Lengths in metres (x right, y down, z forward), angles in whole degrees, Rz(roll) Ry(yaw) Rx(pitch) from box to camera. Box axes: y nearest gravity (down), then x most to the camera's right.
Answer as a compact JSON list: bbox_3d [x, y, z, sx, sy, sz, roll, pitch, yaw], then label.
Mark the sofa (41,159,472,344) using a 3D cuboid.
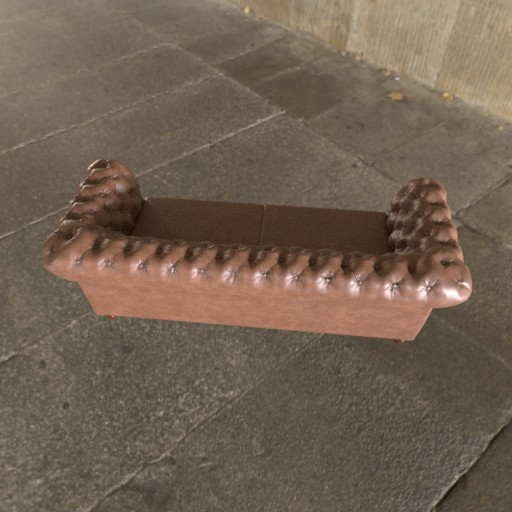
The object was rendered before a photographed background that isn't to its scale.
[{"bbox_3d":[0.000,0.000,2.864,2.385,0.783,0.944,4,47,4],"label":"sofa"}]
